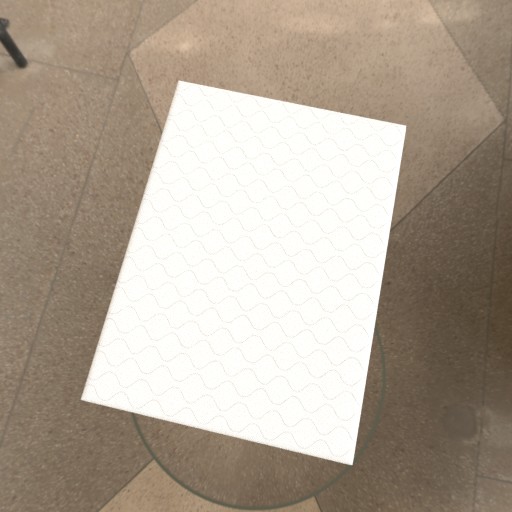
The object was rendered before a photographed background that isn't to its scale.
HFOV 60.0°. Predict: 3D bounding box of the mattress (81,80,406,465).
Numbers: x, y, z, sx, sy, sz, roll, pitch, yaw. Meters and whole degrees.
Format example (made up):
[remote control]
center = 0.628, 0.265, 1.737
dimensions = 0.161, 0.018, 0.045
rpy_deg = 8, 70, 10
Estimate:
[mattress]
center = 0.000, 0.000, 2.507
dimensions = 1.400, 0.200, 1.900
rpy_deg = 12, 76, 3
